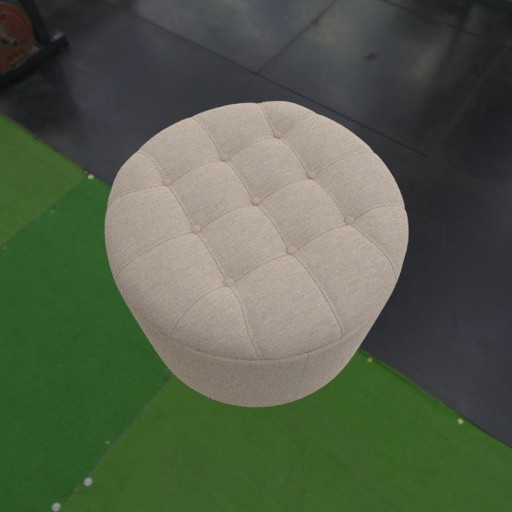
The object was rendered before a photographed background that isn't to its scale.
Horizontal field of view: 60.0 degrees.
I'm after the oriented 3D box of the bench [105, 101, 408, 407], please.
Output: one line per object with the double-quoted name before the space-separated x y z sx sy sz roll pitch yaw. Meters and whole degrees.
"bench" 0.000 0.000 1.026 0.600 0.454 0.600 0 60 0
